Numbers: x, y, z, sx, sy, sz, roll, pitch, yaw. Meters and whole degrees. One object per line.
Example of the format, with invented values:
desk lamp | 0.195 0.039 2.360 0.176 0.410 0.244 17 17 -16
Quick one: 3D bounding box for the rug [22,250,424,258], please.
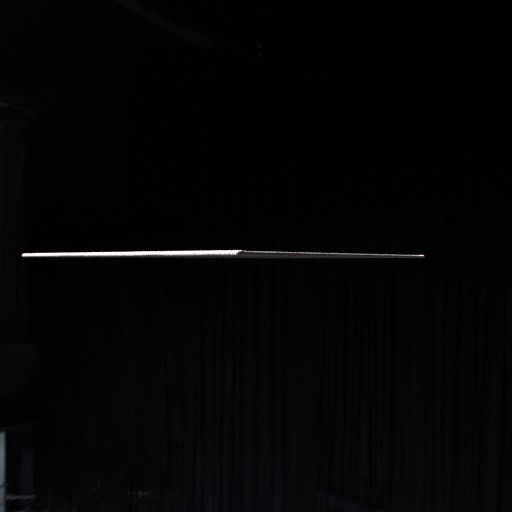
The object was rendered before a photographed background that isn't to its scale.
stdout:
rug | 0.000 0.000 2.326 1.225 0.015 1.840 0 -1 36
